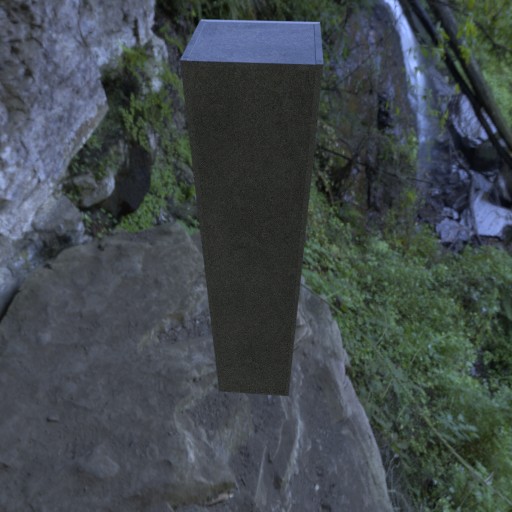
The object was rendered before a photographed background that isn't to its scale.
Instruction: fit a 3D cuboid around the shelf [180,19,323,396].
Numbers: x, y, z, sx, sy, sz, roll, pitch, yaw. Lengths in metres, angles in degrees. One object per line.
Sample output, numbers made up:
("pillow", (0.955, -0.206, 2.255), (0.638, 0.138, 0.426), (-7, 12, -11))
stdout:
("shelf", (0.000, 0.000, 1.511), (0.300, 1.400, 0.270), (3, 45, 3))
